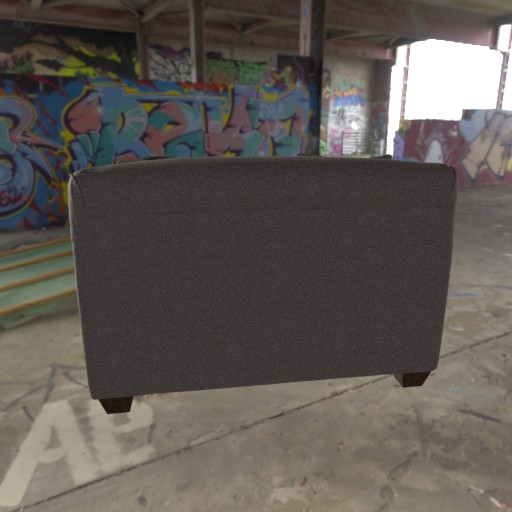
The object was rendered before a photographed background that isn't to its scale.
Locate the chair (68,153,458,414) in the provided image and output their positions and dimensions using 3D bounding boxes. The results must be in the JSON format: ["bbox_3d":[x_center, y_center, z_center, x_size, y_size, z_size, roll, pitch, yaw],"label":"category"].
[{"bbox_3d":[0.000,0.000,2.060,1.395,0.953,0.992,-2,16,-8],"label":"chair"}]
